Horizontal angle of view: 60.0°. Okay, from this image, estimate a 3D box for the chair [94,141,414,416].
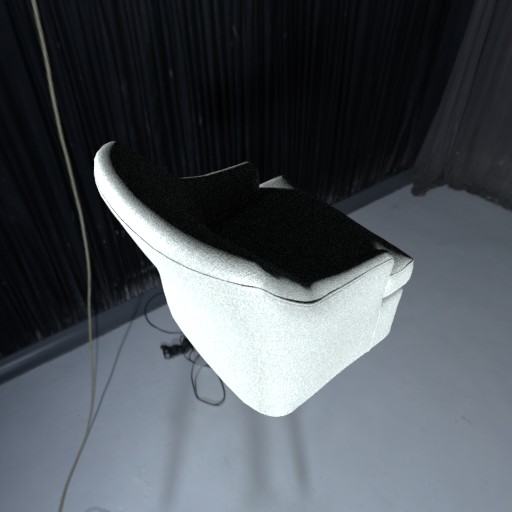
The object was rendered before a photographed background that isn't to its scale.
[{"bbox_3d":[0.000,0.000,1.648,0.923,0.856,0.864,-27,48,-27],"label":"chair"}]
